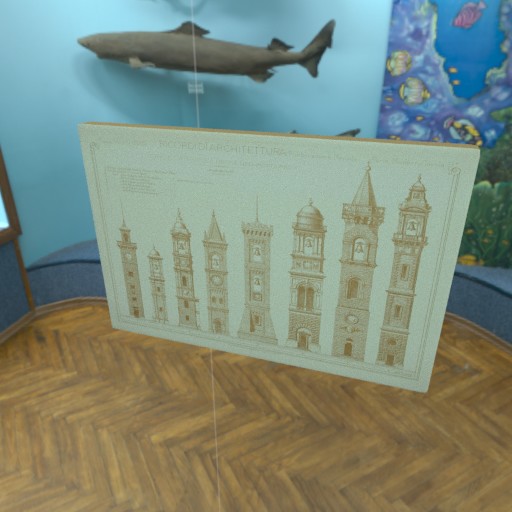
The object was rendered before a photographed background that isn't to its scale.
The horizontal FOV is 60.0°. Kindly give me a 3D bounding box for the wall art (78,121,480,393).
[{"bbox_3d":[0.000,0.000,0.466,0.380,0.254,0.019,8,27,16],"label":"wall art"}]
